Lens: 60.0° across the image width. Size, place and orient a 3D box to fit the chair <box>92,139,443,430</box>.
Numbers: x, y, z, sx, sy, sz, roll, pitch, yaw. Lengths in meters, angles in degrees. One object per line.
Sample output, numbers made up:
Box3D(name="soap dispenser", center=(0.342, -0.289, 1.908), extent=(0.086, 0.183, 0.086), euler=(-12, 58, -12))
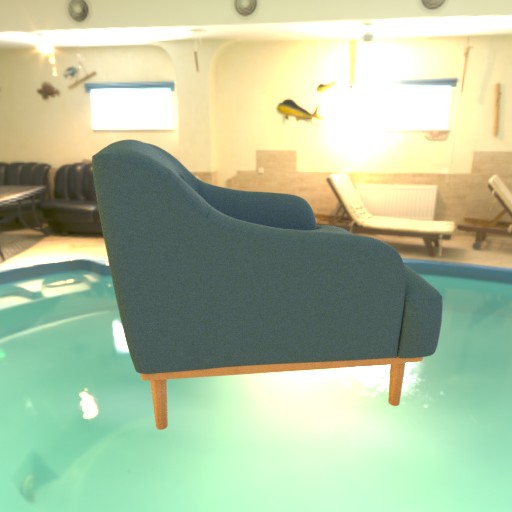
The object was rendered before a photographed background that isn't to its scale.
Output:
Box3D(name="chair", center=(0.000, 0.000, 1.607), extent=(0.951, 0.818, 0.946), euler=(-3, 17, -10))
